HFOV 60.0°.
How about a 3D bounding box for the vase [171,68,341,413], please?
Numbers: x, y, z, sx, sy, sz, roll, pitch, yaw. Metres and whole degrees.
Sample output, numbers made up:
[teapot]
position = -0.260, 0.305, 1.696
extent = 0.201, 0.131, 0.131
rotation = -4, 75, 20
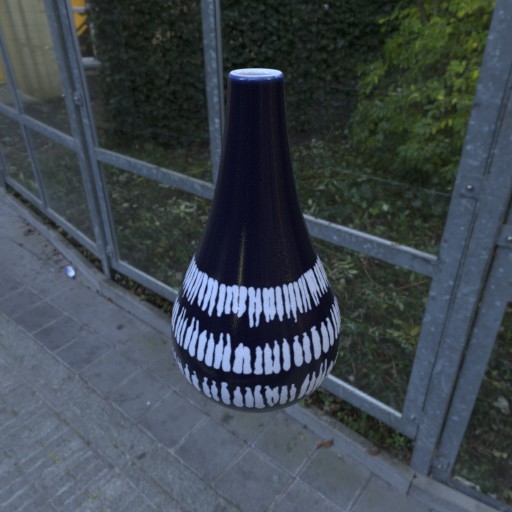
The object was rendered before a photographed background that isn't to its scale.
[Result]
[vase]
position = 0.000, 0.000, 0.381
extent = 0.159, 0.295, 0.159
rotation = 0, 30, 0
